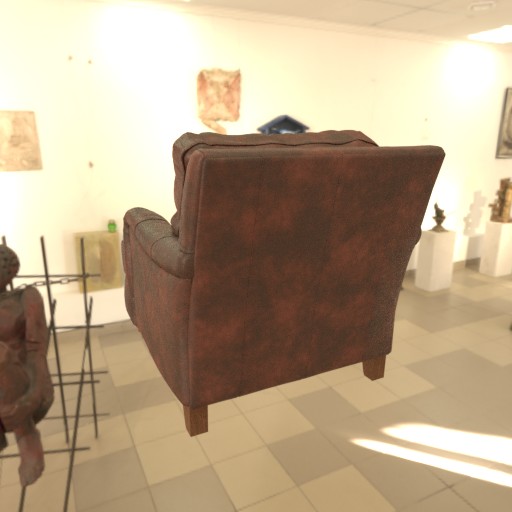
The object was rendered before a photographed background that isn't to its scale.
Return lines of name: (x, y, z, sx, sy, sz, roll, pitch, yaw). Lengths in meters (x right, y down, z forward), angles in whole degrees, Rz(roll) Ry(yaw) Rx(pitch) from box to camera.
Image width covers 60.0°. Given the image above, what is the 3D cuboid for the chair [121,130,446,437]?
chair: (0.000, 0.000, 1.921, 0.987, 1.051, 1.156, -8, 17, -26)
